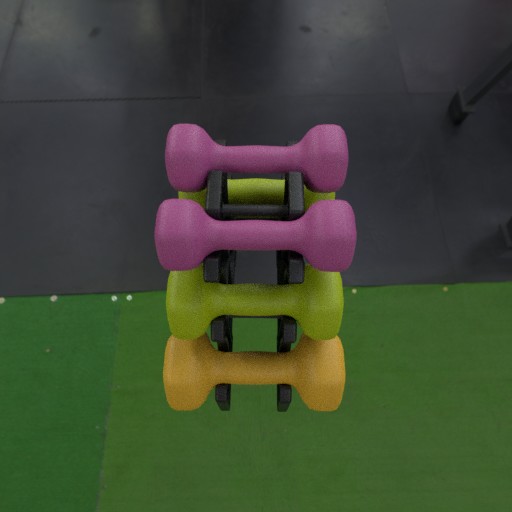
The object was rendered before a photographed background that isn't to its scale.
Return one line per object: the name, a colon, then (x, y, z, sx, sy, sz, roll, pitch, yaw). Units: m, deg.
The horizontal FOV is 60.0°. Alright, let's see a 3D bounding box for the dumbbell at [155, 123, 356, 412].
dumbbell: (0.000, 0.000, 0.472, 0.190, 0.271, 0.300, 1, 63, 0)
